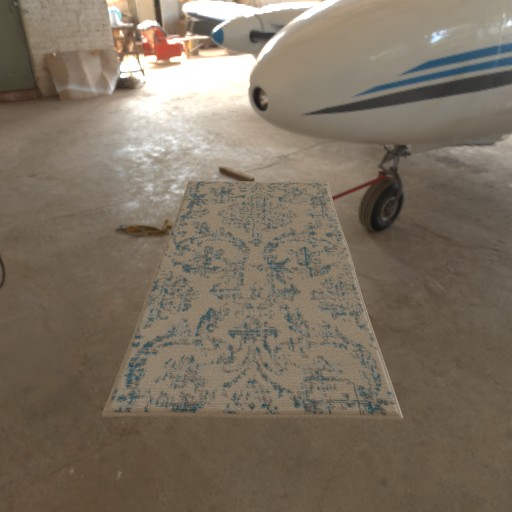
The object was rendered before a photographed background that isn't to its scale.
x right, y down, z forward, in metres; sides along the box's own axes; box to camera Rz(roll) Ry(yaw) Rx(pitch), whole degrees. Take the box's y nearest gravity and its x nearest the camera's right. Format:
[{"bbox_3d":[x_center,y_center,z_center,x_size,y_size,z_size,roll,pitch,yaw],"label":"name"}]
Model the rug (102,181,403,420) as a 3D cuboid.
[{"bbox_3d":[0.000,0.000,1.402,0.605,0.007,1.220,0,32,1],"label":"rug"}]
